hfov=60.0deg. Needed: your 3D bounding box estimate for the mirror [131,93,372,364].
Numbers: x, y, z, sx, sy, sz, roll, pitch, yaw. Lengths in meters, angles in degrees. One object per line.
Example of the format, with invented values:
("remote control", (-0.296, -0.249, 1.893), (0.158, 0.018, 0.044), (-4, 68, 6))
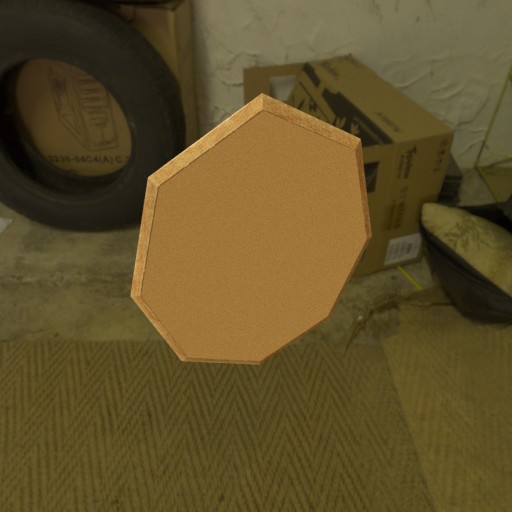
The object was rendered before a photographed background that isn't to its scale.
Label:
("mirror", (0.000, 0.000, 1.019), (0.577, 0.774, 0.070), (-14, 43, -15))
